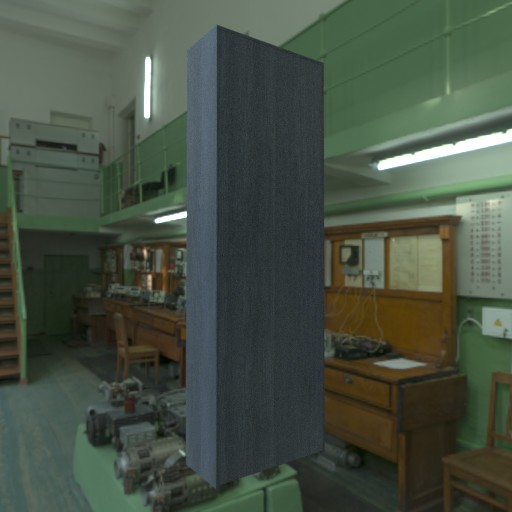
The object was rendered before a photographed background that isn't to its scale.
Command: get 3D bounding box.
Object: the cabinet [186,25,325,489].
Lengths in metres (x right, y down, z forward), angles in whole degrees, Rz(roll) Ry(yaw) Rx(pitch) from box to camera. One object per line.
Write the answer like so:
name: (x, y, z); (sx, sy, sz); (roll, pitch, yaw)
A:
cabinet: (0.000, 0.000, 1.809); (0.520, 1.630, 0.255); (1, -1, -35)
